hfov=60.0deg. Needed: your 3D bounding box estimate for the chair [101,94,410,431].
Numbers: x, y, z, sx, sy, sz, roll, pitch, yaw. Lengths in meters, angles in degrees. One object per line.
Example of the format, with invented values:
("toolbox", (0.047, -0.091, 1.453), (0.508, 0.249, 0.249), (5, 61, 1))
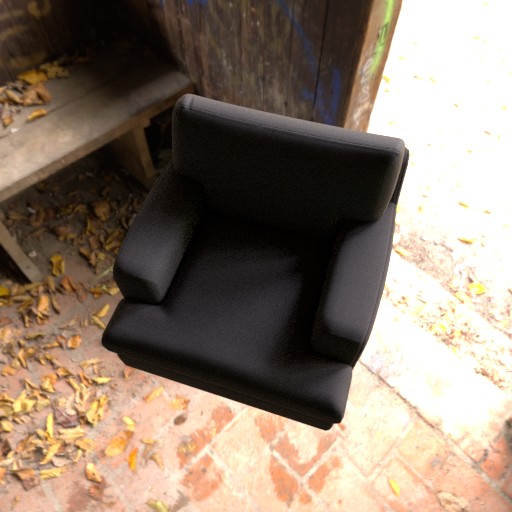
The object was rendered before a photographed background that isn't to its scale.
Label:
("chair", (0.000, 0.000, 2.039), (1.168, 0.940, 1.143), (15, 58, 10))
